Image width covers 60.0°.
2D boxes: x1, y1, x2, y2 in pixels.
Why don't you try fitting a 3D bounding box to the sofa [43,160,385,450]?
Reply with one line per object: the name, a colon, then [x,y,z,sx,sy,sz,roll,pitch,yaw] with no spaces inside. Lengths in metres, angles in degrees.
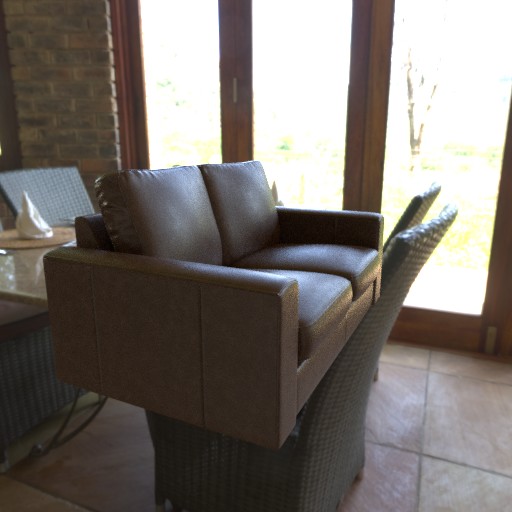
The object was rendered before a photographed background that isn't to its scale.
sofa: [0.000,0.000,2.180,1.016,0.873,1.616,7,16,25]
